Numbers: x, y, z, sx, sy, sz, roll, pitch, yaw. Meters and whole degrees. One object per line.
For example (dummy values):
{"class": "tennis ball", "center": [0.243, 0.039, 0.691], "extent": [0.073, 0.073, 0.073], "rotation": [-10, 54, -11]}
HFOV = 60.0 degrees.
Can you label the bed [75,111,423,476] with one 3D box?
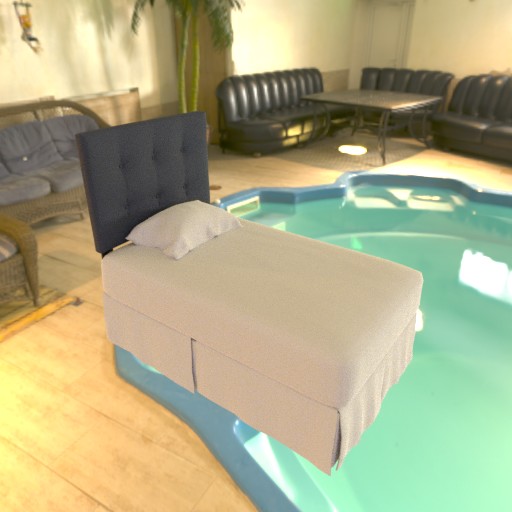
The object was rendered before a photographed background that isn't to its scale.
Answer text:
{"class": "bed", "center": [0.000, 0.000, 2.971], "extent": [1.997, 1.571, 1.261], "rotation": [18, 32, 32]}
